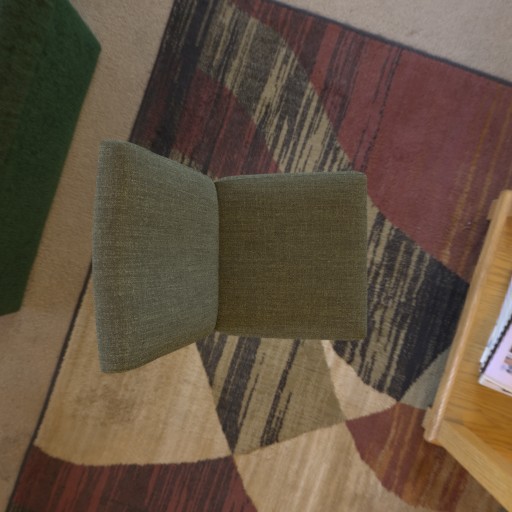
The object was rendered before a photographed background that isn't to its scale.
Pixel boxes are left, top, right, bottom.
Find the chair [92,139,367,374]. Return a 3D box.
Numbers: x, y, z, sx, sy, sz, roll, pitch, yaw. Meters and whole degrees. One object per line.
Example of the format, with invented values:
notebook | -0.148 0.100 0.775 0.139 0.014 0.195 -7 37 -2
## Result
chair | 0.000 0.000 1.255 0.629 0.884 0.487 0 90 -1
